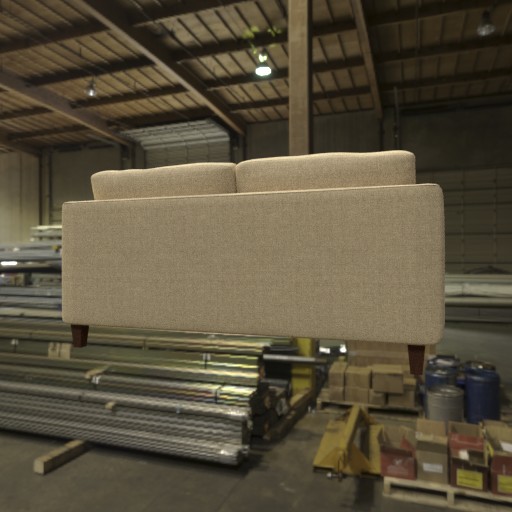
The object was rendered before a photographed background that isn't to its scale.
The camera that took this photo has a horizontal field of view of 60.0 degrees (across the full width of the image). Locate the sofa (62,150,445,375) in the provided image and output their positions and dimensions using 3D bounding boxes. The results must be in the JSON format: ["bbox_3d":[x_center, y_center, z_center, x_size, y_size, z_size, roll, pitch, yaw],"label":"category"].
[{"bbox_3d":[0.000,0.000,2.467,1.884,0.963,0.950,0,0,19],"label":"sofa"}]
